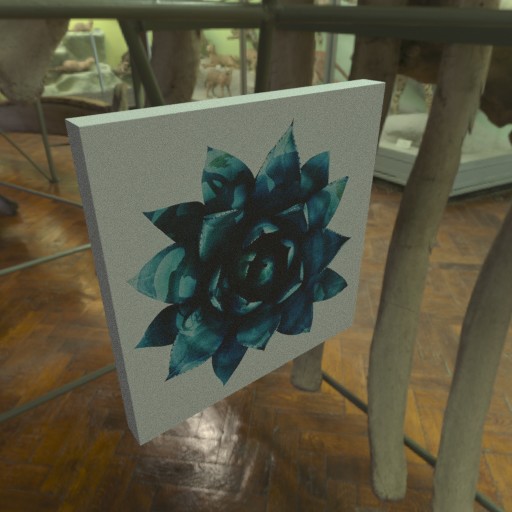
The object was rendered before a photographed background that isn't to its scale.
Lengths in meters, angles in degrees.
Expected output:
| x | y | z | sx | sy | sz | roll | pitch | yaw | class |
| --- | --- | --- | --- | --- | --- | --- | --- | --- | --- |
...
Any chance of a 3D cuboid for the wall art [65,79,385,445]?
| x | y | z | sx | sy | sz | roll | pitch | yaw | class |
| --- | --- | --- | --- | --- | --- | --- | --- | --- | --- |
| 0.000 | 0.000 | 0.594 | 0.406 | 0.406 | 0.038 | -21 | 35 | -32 | wall art |
